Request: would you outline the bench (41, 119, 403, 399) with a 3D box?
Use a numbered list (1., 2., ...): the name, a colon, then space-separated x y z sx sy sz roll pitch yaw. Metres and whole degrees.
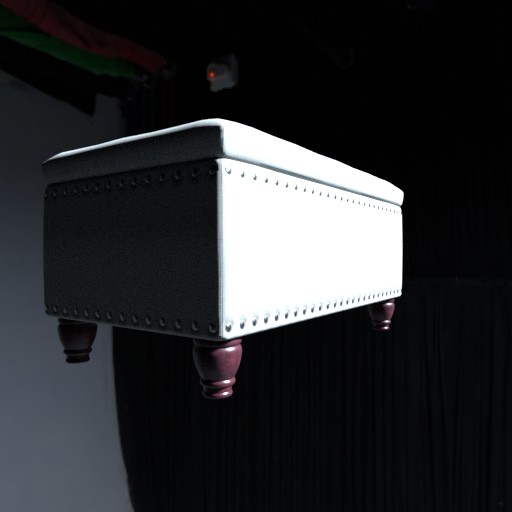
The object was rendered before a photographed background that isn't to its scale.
1. bench: 0.000 0.000 1.155 0.500 0.449 0.887 0 0 35
